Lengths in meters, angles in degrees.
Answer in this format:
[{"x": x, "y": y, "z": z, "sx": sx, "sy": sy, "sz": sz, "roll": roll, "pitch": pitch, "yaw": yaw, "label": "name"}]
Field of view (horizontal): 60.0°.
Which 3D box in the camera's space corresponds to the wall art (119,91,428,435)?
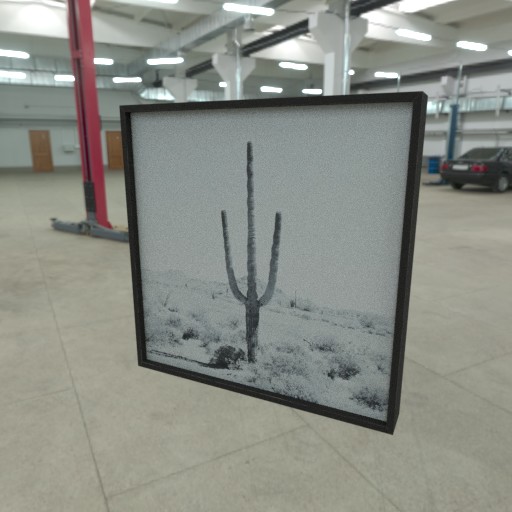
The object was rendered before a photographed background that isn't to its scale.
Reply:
[{"x": 0.000, "y": 0.000, "z": 0.460, "sx": 0.305, "sy": 0.305, "sz": 0.038, "roll": 7, "pitch": 16, "yaw": 25, "label": "wall art"}]
